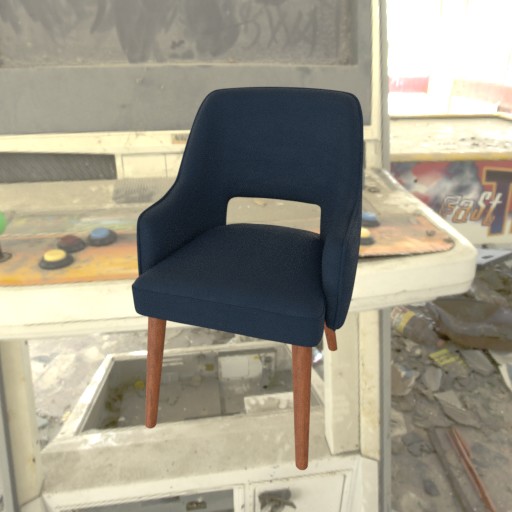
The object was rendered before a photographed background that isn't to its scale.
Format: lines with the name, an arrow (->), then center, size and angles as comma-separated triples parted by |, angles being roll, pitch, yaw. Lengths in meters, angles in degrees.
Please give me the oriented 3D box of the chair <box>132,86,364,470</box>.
chair -> 0.000, 0.000, 1.230 | 0.559, 0.844, 0.591 | 8, 26, 17
